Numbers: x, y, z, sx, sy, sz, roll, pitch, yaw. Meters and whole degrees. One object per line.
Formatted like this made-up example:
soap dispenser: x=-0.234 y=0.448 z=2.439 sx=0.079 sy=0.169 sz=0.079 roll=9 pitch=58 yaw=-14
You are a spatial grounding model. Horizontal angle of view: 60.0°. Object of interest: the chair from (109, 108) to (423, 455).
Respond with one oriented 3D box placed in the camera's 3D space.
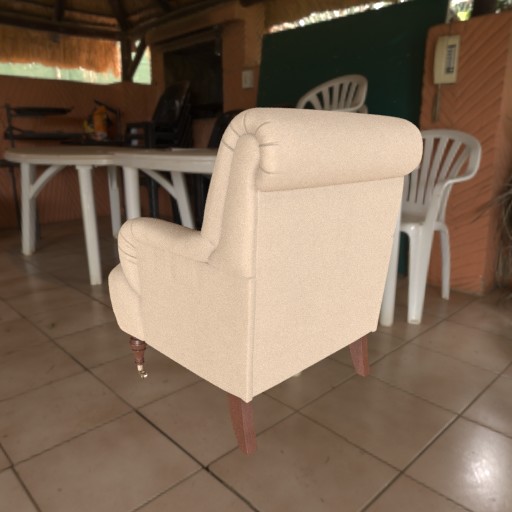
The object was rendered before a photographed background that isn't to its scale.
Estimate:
chair: x=0.000 y=0.000 z=1.560 sx=0.842 sy=0.942 sz=0.766 roll=14 pitch=20 yaw=43
